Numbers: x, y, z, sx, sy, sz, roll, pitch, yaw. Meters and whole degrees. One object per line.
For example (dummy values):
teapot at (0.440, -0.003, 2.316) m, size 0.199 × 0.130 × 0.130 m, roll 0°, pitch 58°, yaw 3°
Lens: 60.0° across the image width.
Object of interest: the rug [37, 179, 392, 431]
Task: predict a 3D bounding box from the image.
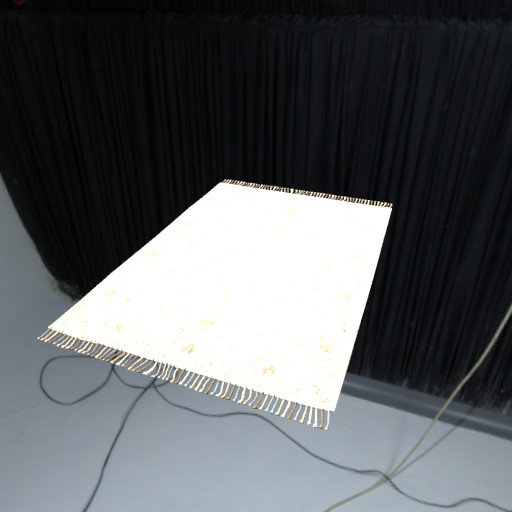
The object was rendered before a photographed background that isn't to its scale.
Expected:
rug at (0.000, 0.000, 2.346) m, size 1.218 × 0.017 × 1.861 m, roll 11°, pitch 33°, yaw 18°
